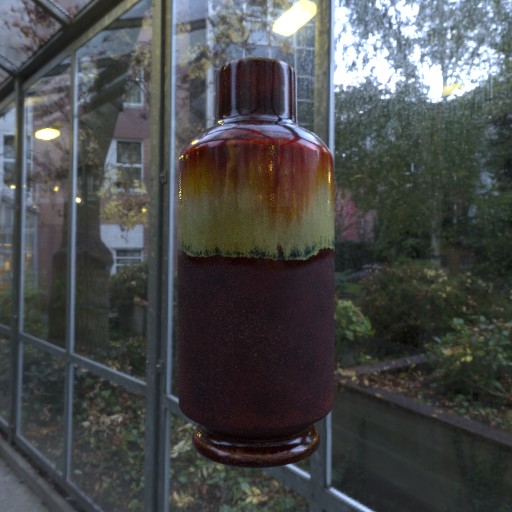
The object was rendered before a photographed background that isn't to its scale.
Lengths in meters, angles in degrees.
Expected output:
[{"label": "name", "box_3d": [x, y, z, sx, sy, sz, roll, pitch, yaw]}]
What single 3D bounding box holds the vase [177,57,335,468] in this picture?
[{"label": "vase", "box_3d": [0.000, 0.000, 0.317, 0.111, 0.261, 0.111, 0, -1, 0]}]
